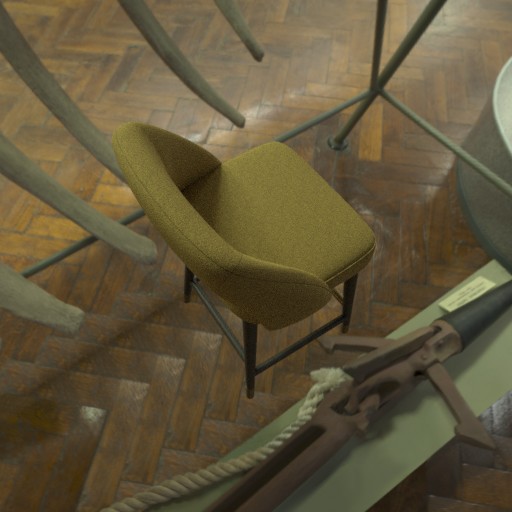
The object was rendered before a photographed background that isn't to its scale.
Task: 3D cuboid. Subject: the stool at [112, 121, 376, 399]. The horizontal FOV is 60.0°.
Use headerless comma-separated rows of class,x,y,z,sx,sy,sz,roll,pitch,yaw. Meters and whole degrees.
stool,0.000,0.000,1.272,0.522,0.939,0.536,-30,63,-17
